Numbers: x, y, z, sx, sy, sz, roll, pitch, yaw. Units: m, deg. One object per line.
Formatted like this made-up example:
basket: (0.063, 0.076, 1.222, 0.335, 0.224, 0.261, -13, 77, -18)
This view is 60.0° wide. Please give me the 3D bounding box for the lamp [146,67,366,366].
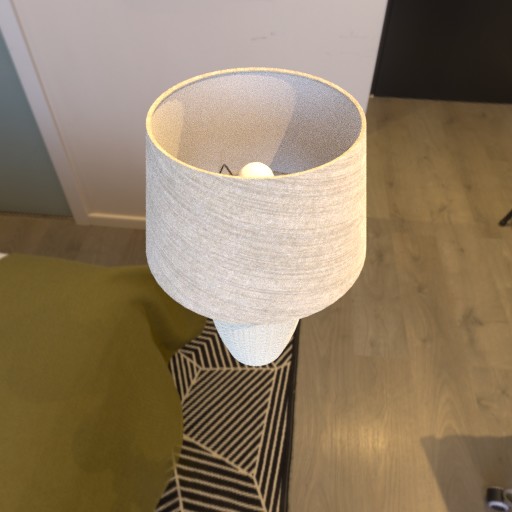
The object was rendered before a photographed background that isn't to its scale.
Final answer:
lamp: (0.000, 0.000, 0.835, 0.390, 0.580, 0.390, 0, 46, 0)
